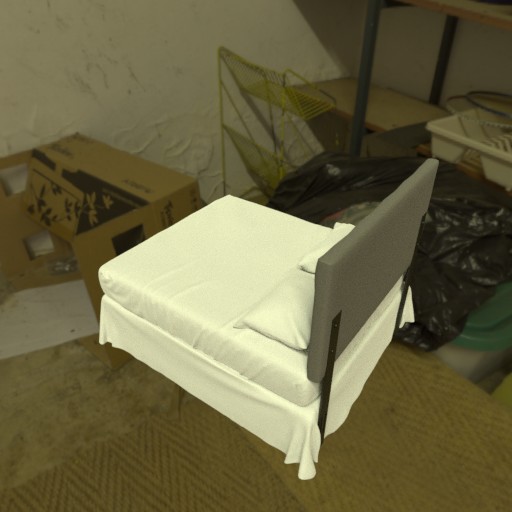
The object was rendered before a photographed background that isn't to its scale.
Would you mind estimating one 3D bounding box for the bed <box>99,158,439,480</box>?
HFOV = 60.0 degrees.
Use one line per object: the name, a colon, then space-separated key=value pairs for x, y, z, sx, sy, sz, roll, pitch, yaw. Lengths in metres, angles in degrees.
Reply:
bed: x=0.000 y=0.000 z=3.532 sx=2.222 sy=1.577 sz=1.936 roll=22 pitch=39 yaw=29
